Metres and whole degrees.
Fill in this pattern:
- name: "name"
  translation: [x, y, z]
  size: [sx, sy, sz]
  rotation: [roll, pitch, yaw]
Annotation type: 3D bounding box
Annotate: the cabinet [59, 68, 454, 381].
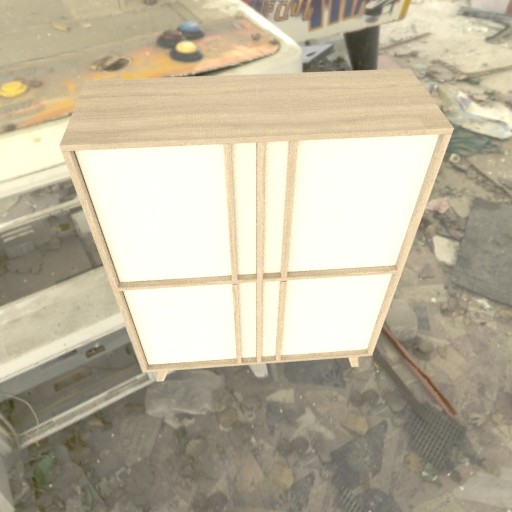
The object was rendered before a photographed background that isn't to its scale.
- name: "cabinet"
  translation: [0.000, 0.000, 1.881]
  size: [1.111, 1.388, 0.398]
  rotation: [-3, 47, -3]
